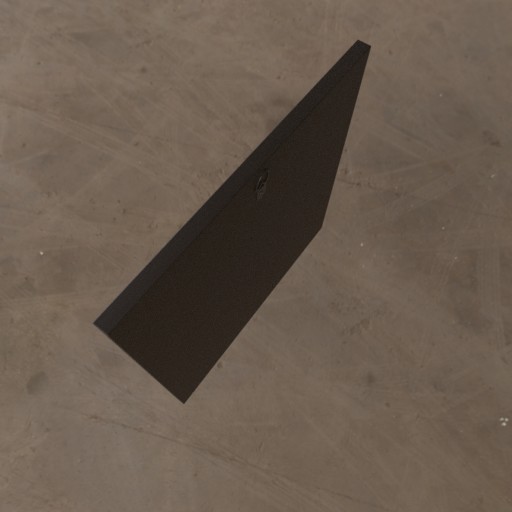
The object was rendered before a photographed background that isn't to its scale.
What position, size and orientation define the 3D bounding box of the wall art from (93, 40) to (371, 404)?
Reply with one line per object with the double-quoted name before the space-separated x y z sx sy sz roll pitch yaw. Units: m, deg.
"wall art" 0.000 0.000 1.192 0.043 0.807 0.805 34 69 15
